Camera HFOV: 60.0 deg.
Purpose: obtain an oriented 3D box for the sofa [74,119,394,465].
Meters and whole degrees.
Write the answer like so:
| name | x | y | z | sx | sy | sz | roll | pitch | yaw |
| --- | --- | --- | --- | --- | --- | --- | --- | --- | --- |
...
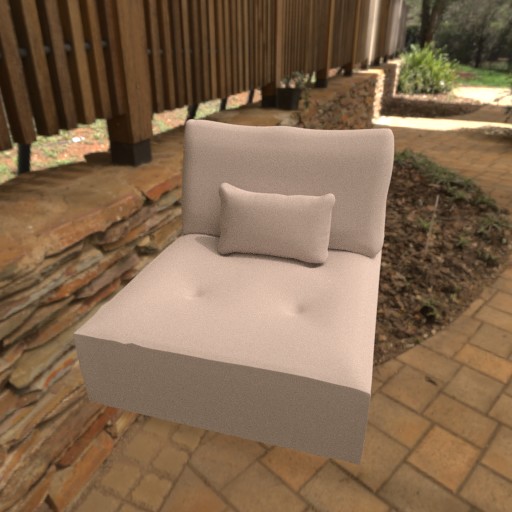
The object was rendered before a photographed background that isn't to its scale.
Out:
| name | x | y | z | sx | sy | sz | roll | pitch | yaw |
| --- | --- | --- | --- | --- | --- | --- | --- | --- | --- |
| sofa | 0.000 | 0.000 | 1.677 | 0.935 | 0.828 | 1.000 | 7 | 28 | 14 |
